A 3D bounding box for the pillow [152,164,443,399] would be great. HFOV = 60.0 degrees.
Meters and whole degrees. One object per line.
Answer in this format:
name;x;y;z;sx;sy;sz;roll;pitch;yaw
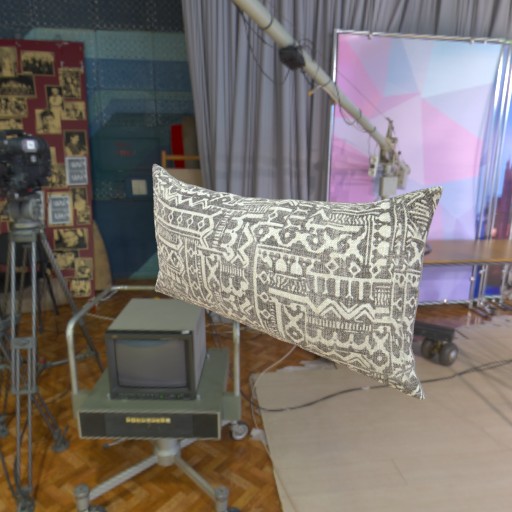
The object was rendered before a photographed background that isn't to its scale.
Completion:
pillow;0.000;0.000;0.773;0.631;0.290;0.148;14;21;41
